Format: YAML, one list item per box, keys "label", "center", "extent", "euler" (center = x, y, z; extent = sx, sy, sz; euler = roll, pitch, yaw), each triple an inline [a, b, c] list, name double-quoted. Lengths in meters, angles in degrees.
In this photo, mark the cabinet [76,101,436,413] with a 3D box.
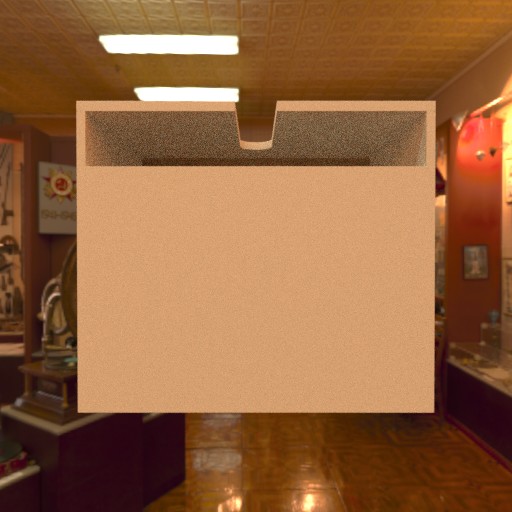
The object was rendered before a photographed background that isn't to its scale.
- label: "cabinet"
  center: [0.000, 0.000, 0.942]
  extent: [0.600, 0.522, 0.400]
  euler: [0, 1, 0]
